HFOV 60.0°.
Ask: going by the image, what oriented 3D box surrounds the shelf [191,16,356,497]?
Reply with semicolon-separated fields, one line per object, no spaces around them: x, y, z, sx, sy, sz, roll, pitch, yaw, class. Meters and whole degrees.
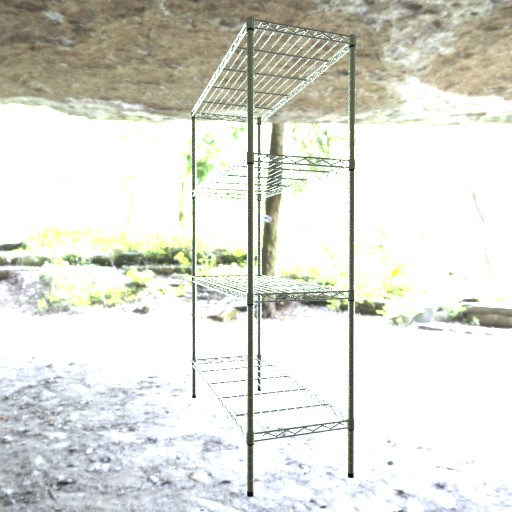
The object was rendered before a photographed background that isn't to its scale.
0.000;0.000;1.733;0.352;1.360;0.907;0;1;-18;shelf
